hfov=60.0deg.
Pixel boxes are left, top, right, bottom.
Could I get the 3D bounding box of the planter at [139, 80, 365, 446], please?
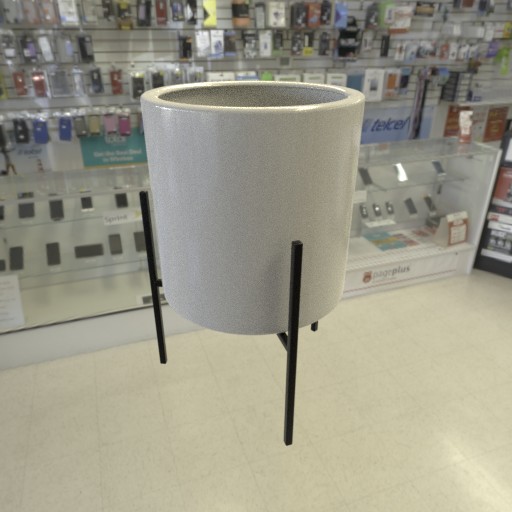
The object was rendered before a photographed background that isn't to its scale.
[{"bbox_3d":[0.000,0.000,0.510,0.239,0.356,0.239,-8,28,-15],"label":"planter"}]
